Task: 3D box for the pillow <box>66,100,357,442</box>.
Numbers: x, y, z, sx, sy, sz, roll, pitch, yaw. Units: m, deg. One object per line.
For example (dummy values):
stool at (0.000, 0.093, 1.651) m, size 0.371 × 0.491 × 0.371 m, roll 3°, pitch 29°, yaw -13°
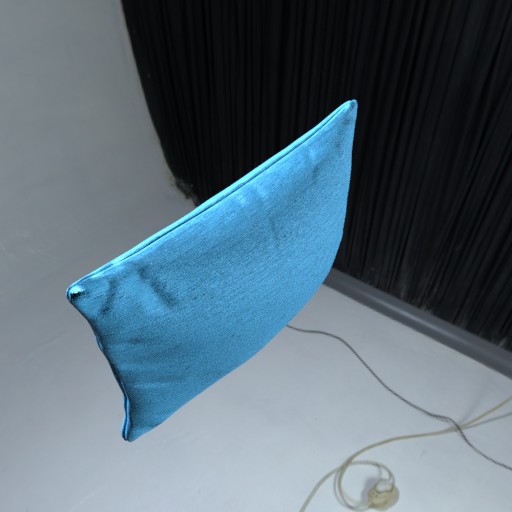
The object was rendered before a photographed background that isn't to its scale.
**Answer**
pillow at (0.000, 0.000, 0.755) m, size 0.210 × 0.338 × 0.633 m, roll 27°, pitch 48°, yaw 27°
